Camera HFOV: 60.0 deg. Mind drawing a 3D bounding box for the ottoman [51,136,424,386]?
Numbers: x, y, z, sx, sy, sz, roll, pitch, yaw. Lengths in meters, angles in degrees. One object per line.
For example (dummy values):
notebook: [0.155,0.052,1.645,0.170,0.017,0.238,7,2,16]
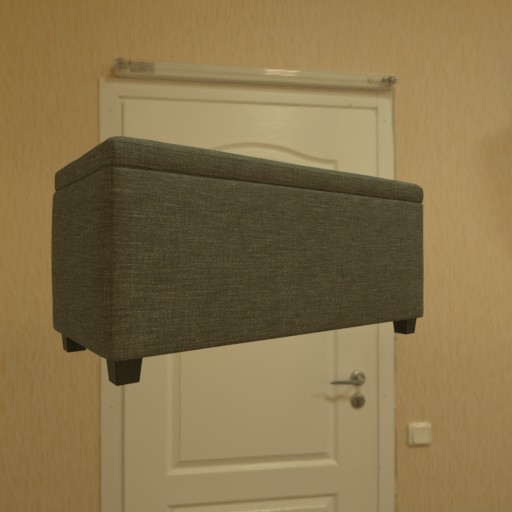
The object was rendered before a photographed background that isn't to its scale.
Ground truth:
ottoman: [0.000,0.000,1.129,0.902,0.432,0.419,0,0,-37]
